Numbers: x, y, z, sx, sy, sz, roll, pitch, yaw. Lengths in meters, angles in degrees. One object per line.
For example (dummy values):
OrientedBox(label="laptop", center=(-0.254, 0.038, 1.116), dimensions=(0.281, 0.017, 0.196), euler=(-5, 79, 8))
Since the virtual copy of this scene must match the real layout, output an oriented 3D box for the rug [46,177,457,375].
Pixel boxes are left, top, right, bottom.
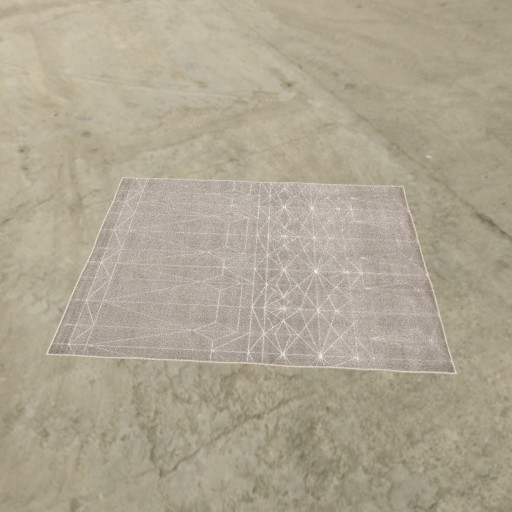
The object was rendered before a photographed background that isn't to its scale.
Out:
OrientedBox(label="rug", center=(0.000, 0.000, 4.440), dimensions=(3.357, 0.019, 2.449), euler=(2, 47, 2))
